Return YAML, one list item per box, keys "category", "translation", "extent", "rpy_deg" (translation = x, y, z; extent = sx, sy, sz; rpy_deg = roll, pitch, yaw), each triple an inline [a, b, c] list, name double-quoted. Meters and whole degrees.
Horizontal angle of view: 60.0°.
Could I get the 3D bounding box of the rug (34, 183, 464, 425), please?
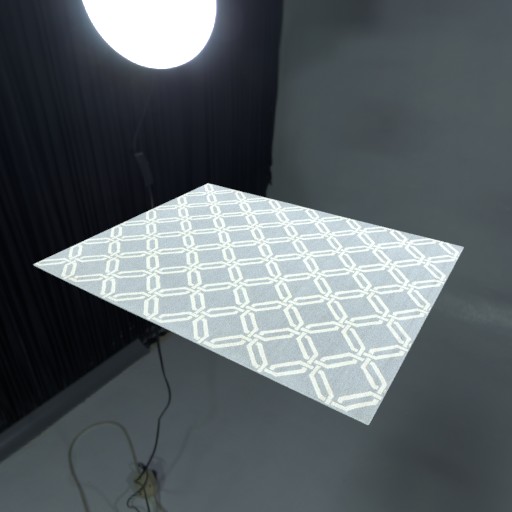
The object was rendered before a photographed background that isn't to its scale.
- category: "rug"
  translation: [0.000, 0.000, 3.786]
  extent: [2.895, 0.018, 2.288]
  rpy_deg: [18, 34, 29]
